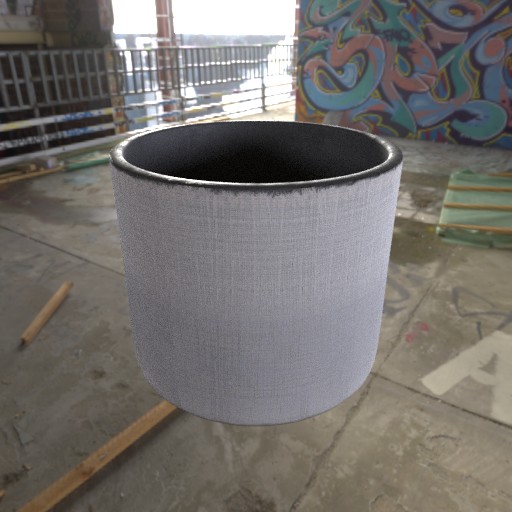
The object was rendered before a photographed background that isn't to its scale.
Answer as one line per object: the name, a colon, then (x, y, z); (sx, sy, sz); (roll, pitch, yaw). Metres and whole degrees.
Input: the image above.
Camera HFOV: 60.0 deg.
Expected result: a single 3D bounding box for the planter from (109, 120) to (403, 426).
planter: (0.000, 0.000, 0.439); (0.254, 0.221, 0.254); (0, 27, 0)
